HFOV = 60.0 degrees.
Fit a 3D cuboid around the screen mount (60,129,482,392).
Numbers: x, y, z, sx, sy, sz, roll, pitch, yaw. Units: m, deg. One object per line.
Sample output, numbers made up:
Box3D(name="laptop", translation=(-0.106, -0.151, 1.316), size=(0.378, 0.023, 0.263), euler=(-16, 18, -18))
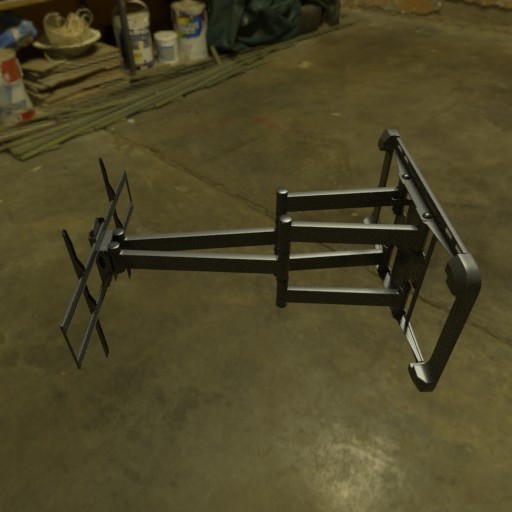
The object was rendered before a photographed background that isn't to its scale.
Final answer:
Box3D(name="screen mount", translation=(0.000, 0.000, 1.310), size=(0.905, 0.483, 0.725), euler=(-1, 41, -1))
